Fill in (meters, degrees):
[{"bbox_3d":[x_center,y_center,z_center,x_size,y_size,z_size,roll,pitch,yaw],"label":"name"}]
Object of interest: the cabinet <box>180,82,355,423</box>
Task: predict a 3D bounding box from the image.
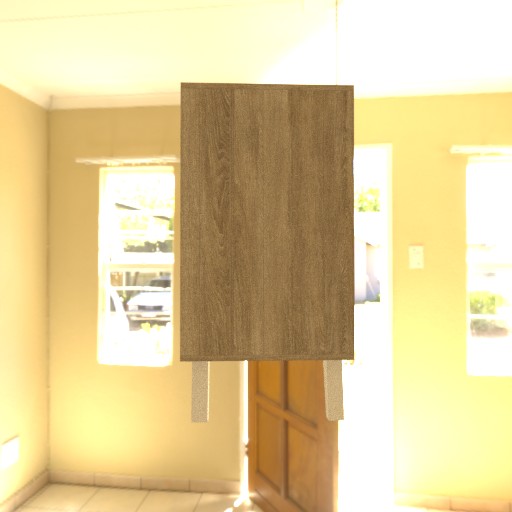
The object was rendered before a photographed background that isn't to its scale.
[{"bbox_3d":[0.000,0.000,1.939,0.450,0.870,1.600,0,-1,-2],"label":"cabinet"}]
